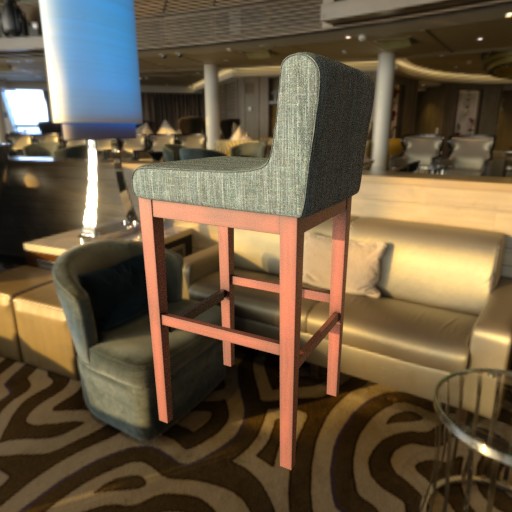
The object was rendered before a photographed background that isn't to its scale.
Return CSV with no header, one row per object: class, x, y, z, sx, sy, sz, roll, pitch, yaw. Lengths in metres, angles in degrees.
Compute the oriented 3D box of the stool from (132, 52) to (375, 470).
stool,0.000,0.000,1.224,0.499,0.965,0.426,8,18,27
